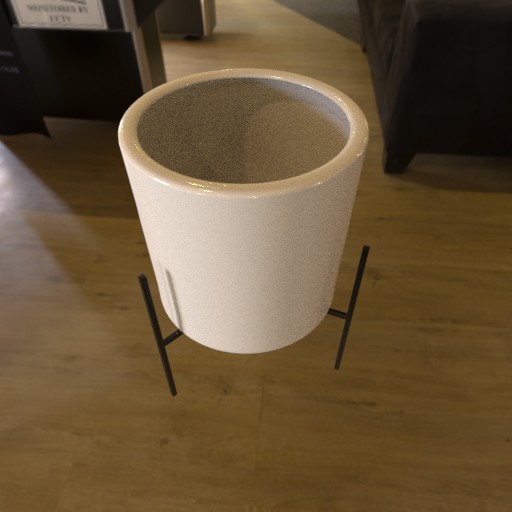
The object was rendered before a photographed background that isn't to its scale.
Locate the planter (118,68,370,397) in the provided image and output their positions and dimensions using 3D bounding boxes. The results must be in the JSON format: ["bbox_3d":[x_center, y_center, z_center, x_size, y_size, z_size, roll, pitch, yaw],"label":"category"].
[{"bbox_3d":[0.000,0.000,0.648,0.308,0.431,0.307,16,48,15],"label":"planter"}]
